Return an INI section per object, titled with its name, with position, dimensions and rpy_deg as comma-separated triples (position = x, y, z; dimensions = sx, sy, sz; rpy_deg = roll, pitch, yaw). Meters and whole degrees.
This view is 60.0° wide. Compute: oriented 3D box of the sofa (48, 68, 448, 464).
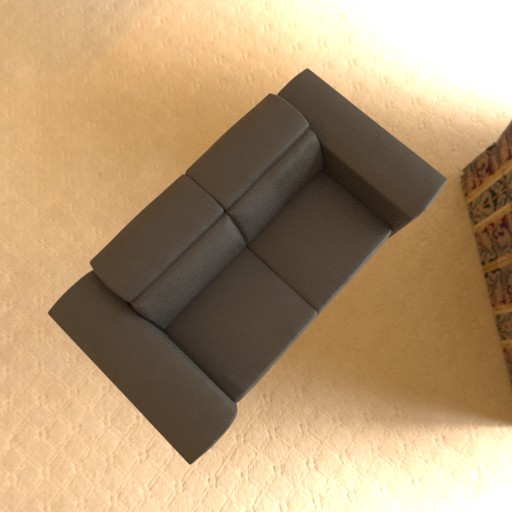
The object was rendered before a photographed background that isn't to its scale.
[sofa]
position = 0.000, 0.000, 2.420
dimensions = 1.003, 0.779, 1.895
rpy_deg = 42, 79, 10
